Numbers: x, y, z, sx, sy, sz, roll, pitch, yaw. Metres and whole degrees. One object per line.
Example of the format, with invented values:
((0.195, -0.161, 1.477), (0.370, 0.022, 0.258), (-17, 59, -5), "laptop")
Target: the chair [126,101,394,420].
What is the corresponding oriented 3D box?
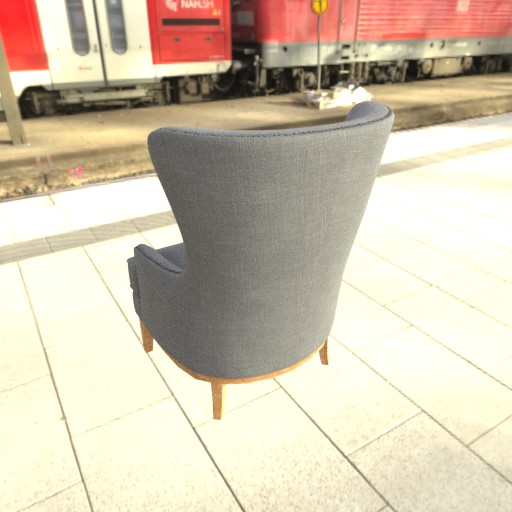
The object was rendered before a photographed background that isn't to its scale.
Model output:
((0.000, 0.000, 1.790), (0.864, 1.176, 0.883), (-18, 33, -29), "chair")
